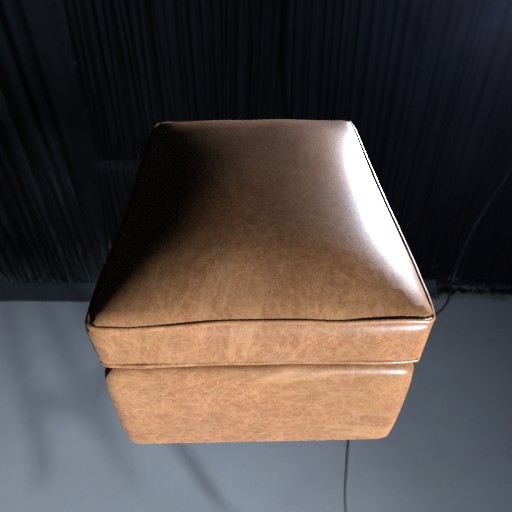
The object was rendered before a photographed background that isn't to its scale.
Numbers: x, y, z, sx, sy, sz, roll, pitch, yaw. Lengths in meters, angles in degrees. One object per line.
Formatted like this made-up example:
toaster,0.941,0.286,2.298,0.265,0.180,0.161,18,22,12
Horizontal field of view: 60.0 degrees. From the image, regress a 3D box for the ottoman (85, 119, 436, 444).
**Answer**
ottoman,0.000,0.000,1.062,0.554,0.468,0.756,-1,41,-1
